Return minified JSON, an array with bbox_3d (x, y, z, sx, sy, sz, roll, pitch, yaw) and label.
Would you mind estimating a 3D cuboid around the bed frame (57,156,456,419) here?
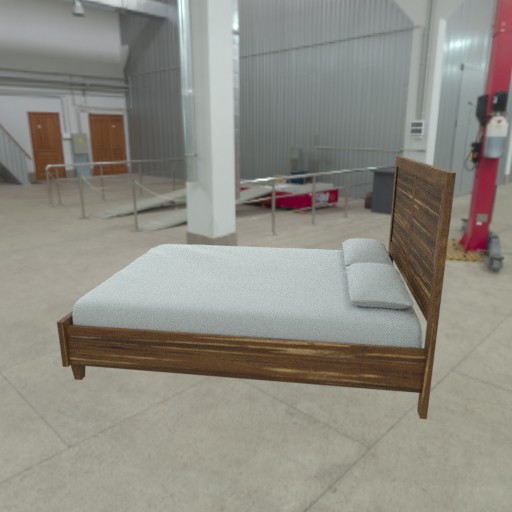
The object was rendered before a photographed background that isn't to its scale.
[{"bbox_3d":[0.000,0.000,3.363,2.276,1.417,1.696,2,16,8],"label":"bed frame"}]
